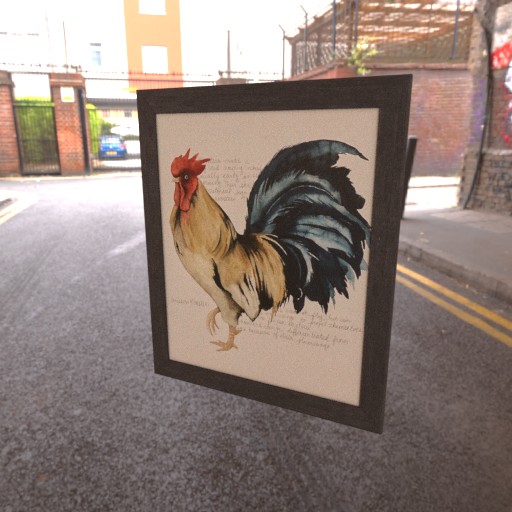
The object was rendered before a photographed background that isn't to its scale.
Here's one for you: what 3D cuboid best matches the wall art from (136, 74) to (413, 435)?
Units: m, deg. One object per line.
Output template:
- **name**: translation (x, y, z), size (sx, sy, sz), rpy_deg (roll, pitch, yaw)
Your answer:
- **wall art**: translation (0.000, 0.000, 0.780), size (0.476, 0.570, 0.013), rpy_deg (7, 16, 24)
